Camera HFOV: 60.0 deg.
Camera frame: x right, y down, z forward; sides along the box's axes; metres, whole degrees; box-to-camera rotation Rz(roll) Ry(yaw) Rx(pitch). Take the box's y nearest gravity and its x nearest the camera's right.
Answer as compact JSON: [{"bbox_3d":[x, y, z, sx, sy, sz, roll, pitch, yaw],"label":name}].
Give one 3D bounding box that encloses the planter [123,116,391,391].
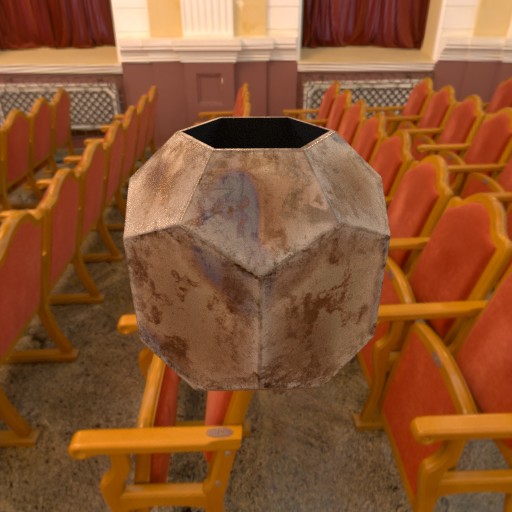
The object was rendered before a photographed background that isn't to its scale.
[{"bbox_3d":[0.000,0.000,0.427,0.221,0.238,0.243,-1,29,-1],"label":"planter"}]
